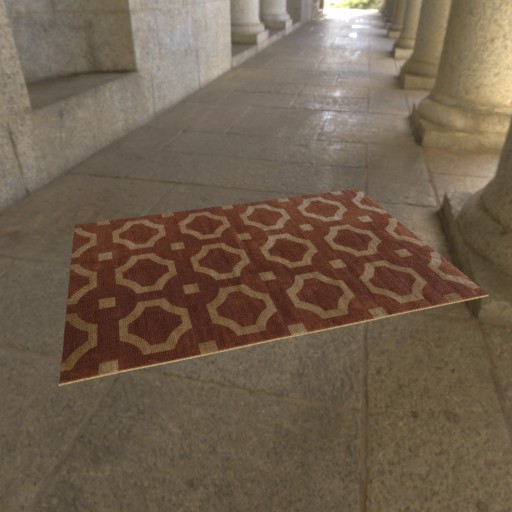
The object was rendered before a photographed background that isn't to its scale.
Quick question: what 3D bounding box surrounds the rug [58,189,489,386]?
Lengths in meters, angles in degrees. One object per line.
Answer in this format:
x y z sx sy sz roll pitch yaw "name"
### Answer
0.000 0.000 2.860 2.286 0.016 1.555 -9 33 -14 "rug"
